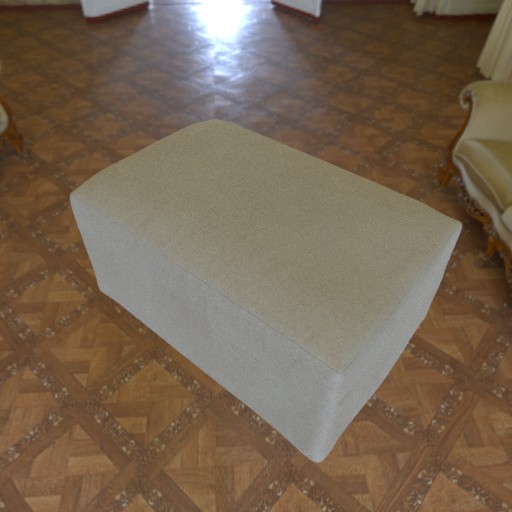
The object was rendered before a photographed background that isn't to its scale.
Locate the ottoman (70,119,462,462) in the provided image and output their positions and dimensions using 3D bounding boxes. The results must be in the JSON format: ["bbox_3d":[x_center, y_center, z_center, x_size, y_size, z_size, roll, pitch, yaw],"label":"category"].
[{"bbox_3d":[0.000,0.000,1.234,0.872,0.444,0.590,30,52,27],"label":"ottoman"}]
